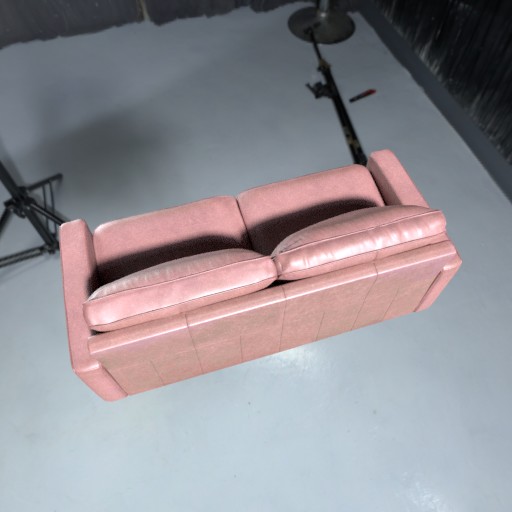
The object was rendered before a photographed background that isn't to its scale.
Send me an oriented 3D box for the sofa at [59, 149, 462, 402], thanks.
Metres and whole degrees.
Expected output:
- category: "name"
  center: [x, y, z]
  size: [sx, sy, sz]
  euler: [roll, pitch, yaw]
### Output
- category: "sofa"
  center: [0.000, 0.000, 2.545]
  size: [2.080, 0.919, 0.940]
  euler: [-14, 59, -9]
